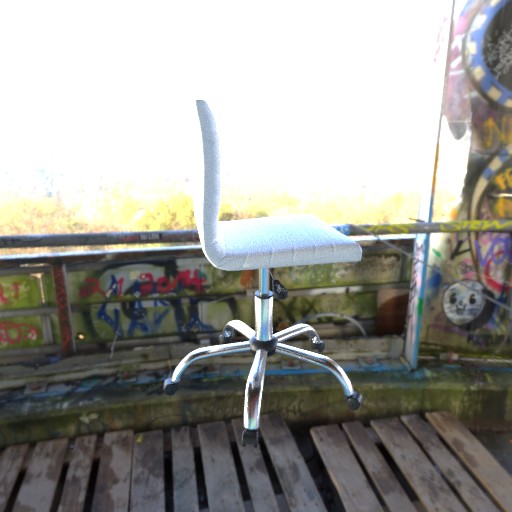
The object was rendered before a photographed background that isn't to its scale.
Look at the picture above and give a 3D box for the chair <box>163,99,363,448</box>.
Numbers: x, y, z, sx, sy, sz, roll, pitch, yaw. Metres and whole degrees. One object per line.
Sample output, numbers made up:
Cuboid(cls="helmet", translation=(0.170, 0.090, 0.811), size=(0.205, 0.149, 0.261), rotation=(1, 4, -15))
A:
Cuboid(cls="chair", translation=(0.000, 0.000, 1.189), size=(0.530, 0.780, 0.556), rotation=(-3, 17, -10))
